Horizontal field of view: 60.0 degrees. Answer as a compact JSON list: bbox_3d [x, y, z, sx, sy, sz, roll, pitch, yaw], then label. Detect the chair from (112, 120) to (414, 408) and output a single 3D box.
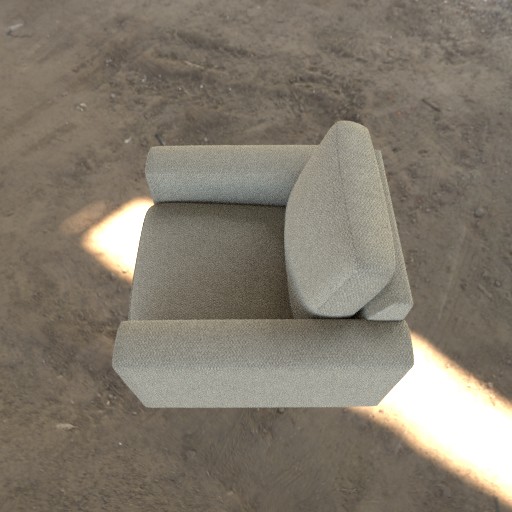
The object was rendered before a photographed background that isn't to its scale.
[{"bbox_3d":[0.000,0.000,1.783,1.016,0.873,1.005,0,58,0],"label":"chair"}]
